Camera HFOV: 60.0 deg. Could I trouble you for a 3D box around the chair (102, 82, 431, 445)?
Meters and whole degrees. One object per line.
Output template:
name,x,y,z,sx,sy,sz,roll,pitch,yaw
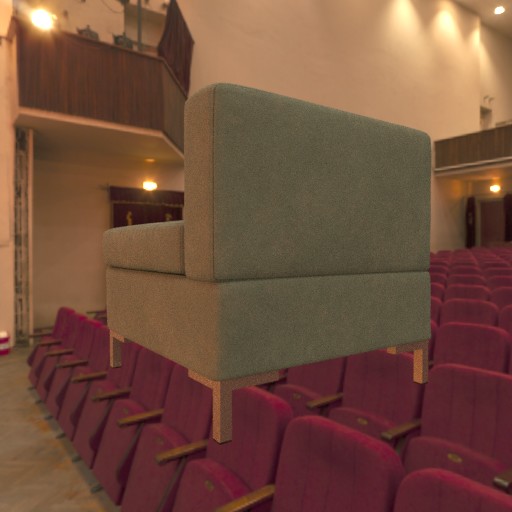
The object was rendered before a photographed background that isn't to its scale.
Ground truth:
chair,0.000,0.000,1.222,0.680,0.660,0.680,-1,1,-35
